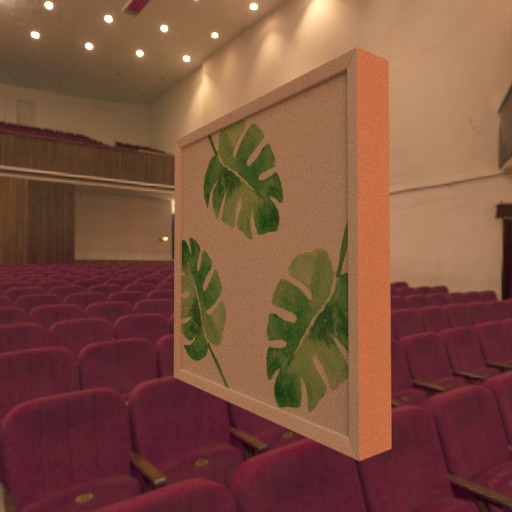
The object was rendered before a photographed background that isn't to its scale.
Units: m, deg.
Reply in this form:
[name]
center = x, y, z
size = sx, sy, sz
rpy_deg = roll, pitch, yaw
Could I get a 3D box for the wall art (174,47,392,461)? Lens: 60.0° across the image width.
[wall art]
center = 0.000, 0.000, 0.459
size = 0.038, 0.305, 0.305
rpy_deg = 1, -2, -36
